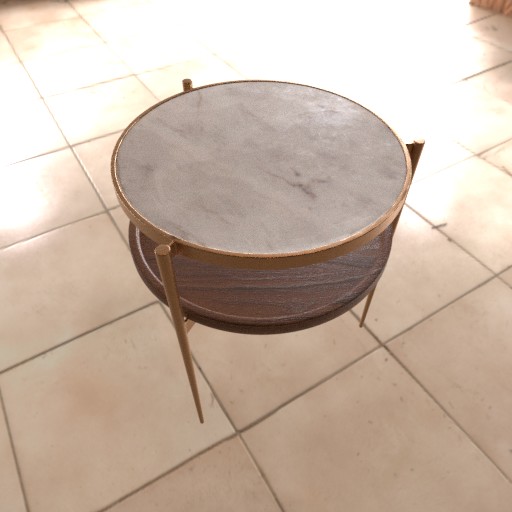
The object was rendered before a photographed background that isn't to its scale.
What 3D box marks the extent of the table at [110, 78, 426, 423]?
[{"bbox_3d":[0.000,0.000,0.823,0.430,0.493,0.456,-25,53,-21],"label":"table"}]
